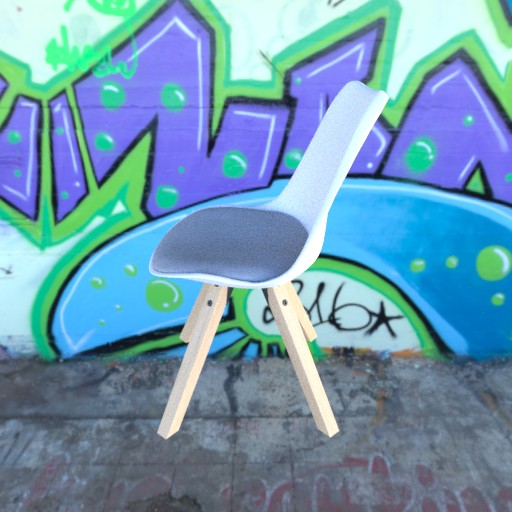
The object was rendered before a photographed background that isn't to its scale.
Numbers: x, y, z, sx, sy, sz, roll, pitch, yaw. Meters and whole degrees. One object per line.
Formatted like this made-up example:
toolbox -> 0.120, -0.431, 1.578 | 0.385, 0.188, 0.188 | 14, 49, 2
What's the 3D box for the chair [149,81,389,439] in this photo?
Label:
chair -> 0.000, 0.000, 1.177 | 0.550, 0.850, 0.485 | 0, 26, -1
